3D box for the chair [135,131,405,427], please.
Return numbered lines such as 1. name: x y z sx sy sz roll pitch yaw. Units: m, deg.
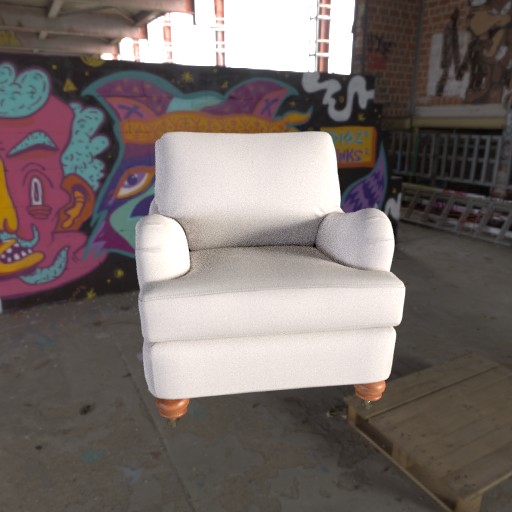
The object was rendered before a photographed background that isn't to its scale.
1. chair: 0.000 0.000 1.938 0.955 1.038 1.070 -2 17 -8
